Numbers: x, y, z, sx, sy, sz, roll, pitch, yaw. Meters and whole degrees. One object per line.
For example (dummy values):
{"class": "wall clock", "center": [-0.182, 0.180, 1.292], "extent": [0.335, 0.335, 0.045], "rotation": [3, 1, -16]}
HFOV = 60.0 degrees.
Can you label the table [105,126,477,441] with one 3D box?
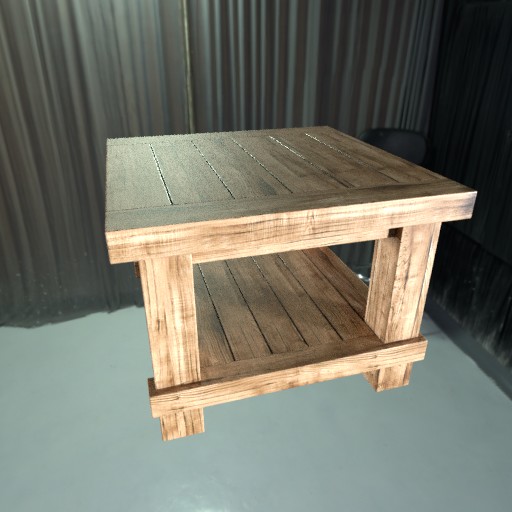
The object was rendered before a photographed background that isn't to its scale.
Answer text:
{"class": "table", "center": [0.000, 0.000, 1.044], "extent": [0.610, 0.457, 0.610], "rotation": [-8, 28, -15]}
